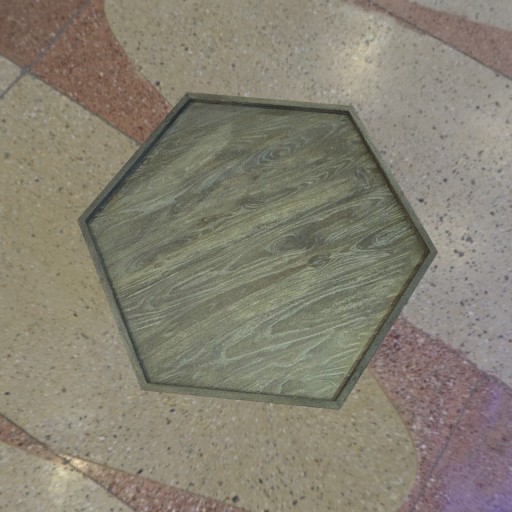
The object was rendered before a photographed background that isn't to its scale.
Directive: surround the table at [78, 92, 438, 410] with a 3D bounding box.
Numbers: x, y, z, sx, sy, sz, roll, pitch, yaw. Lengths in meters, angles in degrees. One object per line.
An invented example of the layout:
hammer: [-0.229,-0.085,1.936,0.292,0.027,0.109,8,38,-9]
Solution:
table: [0.000,0.000,1.598,0.966,0.488,1.115,34,78,9]
